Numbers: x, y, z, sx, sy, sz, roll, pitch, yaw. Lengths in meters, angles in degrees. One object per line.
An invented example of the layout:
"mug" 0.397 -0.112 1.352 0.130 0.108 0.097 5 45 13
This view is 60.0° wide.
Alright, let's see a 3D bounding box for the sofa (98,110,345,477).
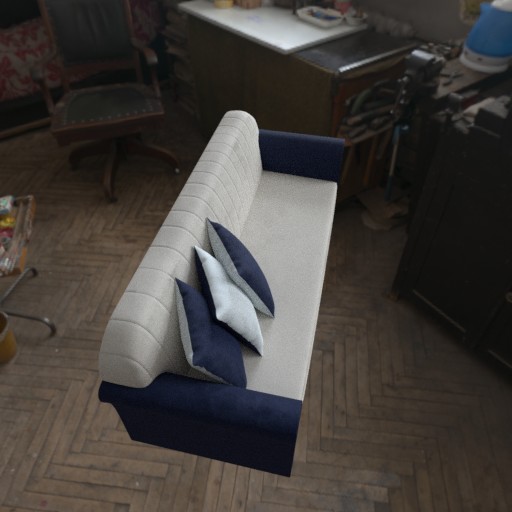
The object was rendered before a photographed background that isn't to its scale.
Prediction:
"sofa" 0.000 0.000 2.383 0.749 0.789 2.006 9 46 9
